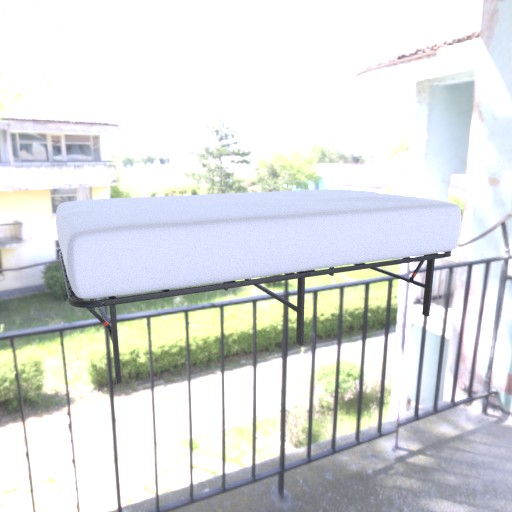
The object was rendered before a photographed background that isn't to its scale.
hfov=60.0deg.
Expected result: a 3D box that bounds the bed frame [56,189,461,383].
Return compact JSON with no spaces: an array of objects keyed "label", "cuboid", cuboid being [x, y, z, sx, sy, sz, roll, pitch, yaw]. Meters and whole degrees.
[{"label":"bed frame","cuboid":[0.000,0.000,2.375,1.908,0.640,1.025,-6,15,-25]}]
